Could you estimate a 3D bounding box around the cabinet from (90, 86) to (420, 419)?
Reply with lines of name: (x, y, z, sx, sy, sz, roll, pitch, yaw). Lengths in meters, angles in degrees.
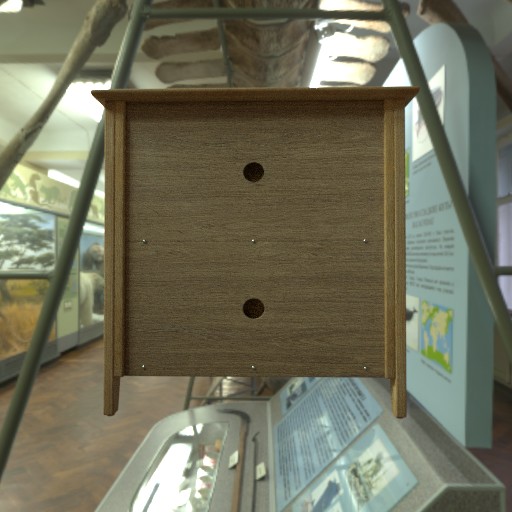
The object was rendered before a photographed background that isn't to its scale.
cabinet: (0.000, 0.000, 1.257, 0.763, 0.762, 0.503, 0, -1, 1)
